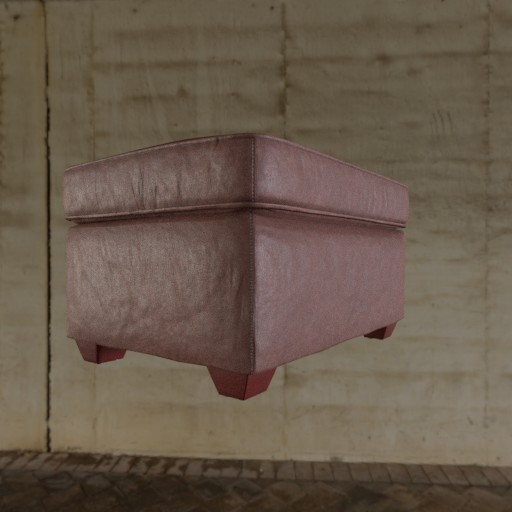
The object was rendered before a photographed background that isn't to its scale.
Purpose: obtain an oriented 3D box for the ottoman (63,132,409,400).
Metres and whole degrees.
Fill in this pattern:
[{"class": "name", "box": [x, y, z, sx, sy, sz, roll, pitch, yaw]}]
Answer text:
[{"class": "ottoman", "box": [0.000, 0.000, 1.083, 0.548, 0.449, 0.749, 0, 1, 36]}]
